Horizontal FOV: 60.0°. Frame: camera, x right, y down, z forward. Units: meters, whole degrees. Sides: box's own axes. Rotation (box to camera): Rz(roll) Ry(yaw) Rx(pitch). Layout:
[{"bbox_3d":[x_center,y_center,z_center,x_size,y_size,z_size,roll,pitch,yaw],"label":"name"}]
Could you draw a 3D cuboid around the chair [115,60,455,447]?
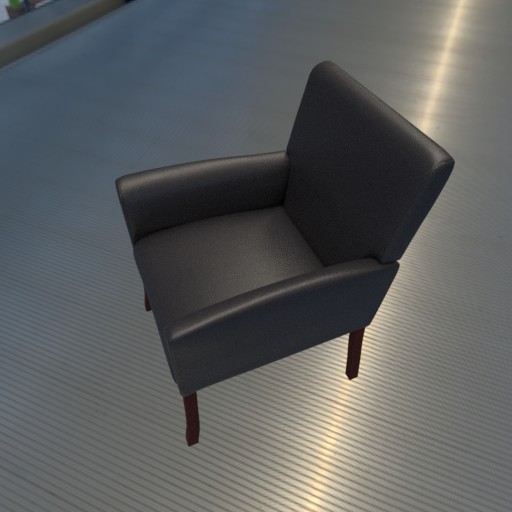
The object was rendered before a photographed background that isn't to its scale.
[{"bbox_3d":[0.000,0.000,1.475,0.772,0.951,0.683,-17,49,-16],"label":"chair"}]
